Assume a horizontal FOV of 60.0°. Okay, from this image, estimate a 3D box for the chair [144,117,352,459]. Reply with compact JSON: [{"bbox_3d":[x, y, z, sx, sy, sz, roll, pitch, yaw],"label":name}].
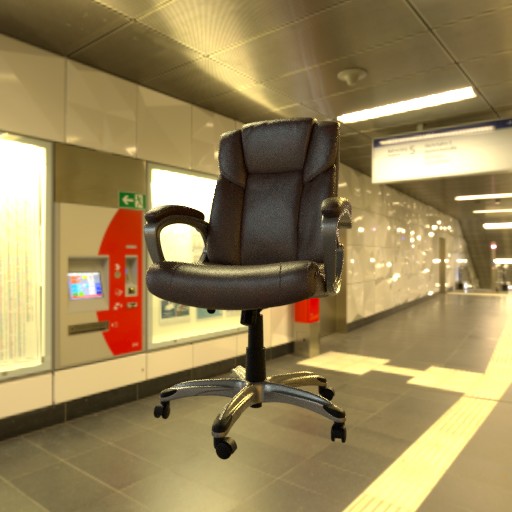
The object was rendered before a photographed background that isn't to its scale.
[{"bbox_3d":[0.000,0.000,1.557,0.656,1.128,0.692,0,0,19],"label":"chair"}]
